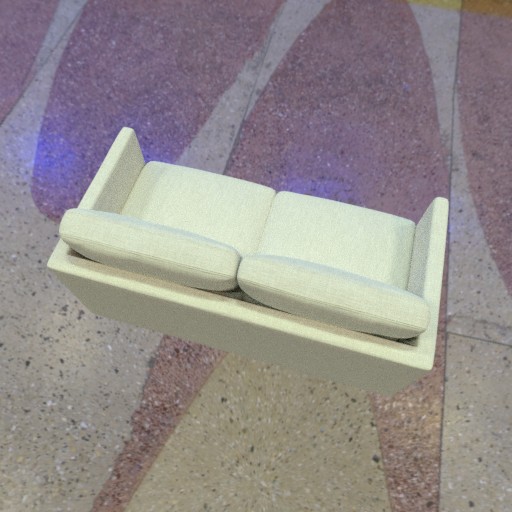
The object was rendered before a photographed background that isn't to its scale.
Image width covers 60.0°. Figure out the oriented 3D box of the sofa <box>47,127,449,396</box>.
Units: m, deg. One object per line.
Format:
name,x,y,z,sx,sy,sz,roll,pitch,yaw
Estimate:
sofa,0.000,0.000,2.439,1.838,0.963,0.950,14,64,7
